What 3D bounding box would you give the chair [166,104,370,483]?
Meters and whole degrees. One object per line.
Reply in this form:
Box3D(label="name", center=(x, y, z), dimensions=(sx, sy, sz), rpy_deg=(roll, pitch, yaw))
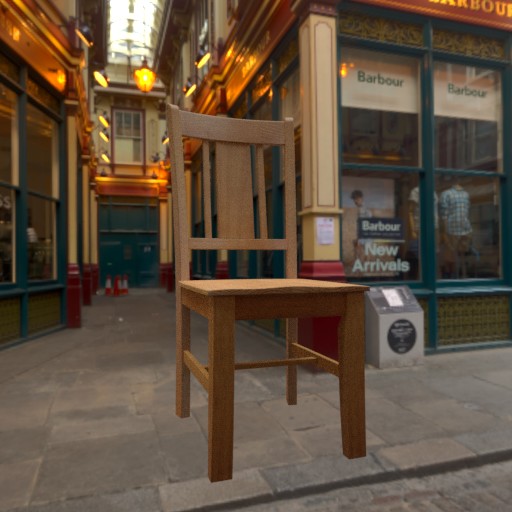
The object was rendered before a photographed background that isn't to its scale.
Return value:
Box3D(label="chair", center=(0.000, 0.000, 1.290), dimensions=(0.450, 0.998, 0.556), rpy_deg=(0, 0, -19))
